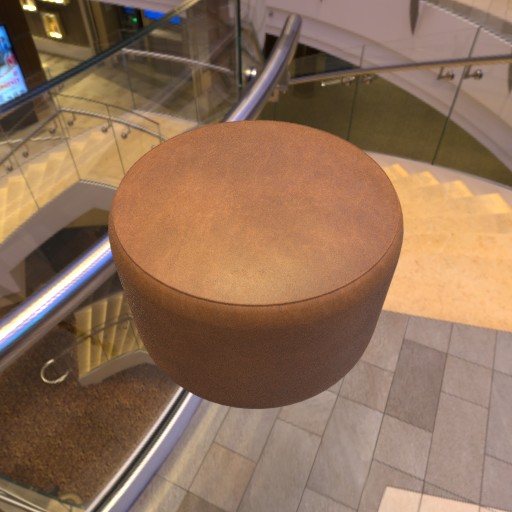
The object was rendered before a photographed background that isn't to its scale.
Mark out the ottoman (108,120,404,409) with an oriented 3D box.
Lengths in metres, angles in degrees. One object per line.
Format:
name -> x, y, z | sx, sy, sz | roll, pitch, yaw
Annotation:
ottoman -> 0.000, 0.000, 1.033 | 0.607, 0.438, 0.607 | 0, 47, 0
